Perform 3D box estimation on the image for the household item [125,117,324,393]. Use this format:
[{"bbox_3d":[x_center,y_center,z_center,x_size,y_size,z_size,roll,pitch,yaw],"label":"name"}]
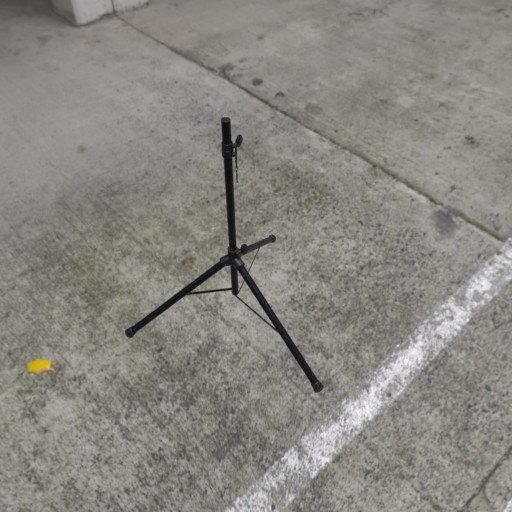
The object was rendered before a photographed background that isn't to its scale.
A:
[{"bbox_3d":[0.000,0.000,1.864,1.045,1.136,0.907,-32,55,-27],"label":"household item"}]
